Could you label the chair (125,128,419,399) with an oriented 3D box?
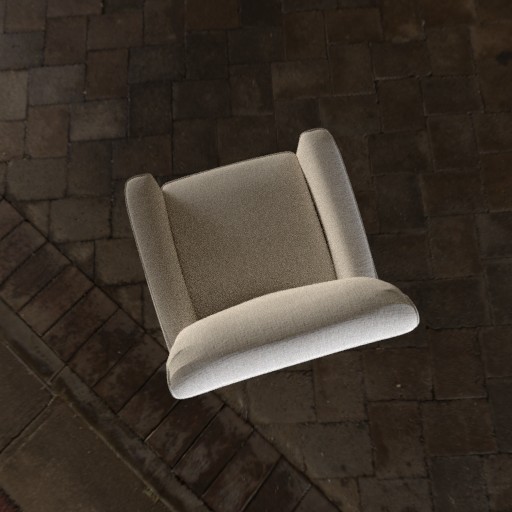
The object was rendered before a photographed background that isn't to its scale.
[{"bbox_3d":[0.000,0.000,1.697,0.841,1.028,0.858,-16,76,-4],"label":"chair"}]
